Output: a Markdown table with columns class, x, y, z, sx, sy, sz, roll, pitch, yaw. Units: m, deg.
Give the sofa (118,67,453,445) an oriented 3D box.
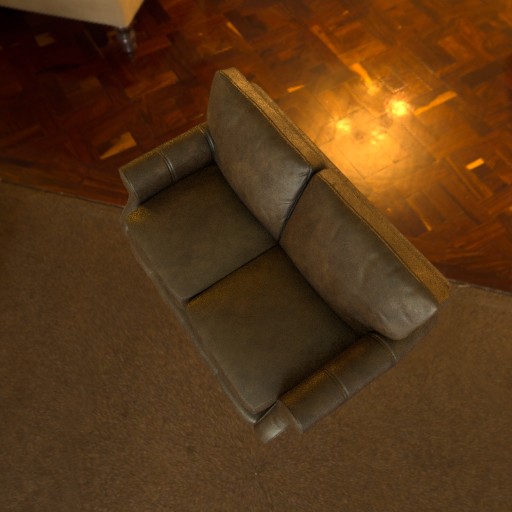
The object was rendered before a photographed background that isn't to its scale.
| class | x | y | z | sx | sy | sz | roll | pitch | yaw |
| --- | --- | --- | --- | --- | --- | --- | --- | --- | --- |
| sofa | 0.000 | 0.000 | 2.232 | 0.990 | 0.976 | 1.616 | -32 | 68 | -15 |
